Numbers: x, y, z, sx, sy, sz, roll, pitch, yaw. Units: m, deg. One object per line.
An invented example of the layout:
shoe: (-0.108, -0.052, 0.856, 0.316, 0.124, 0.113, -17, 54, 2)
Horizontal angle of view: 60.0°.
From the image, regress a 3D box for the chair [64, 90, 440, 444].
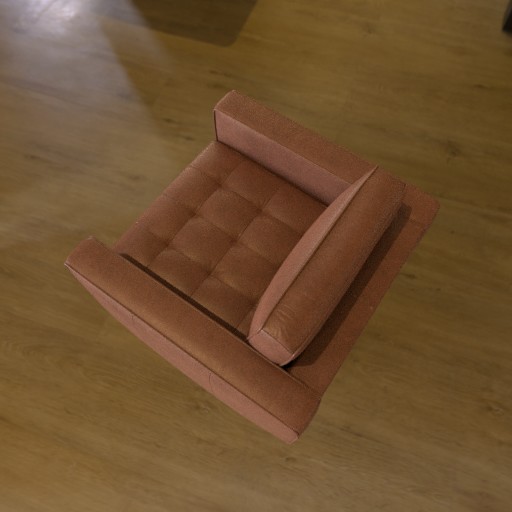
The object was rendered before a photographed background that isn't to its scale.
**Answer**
chair: (0.000, 0.000, 1.575, 0.900, 0.770, 0.920, 32, 69, 14)
